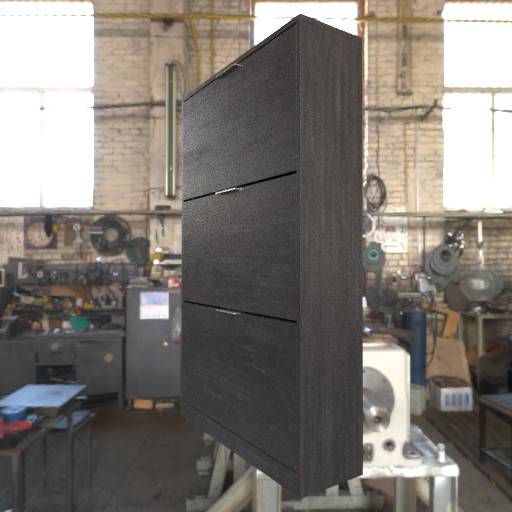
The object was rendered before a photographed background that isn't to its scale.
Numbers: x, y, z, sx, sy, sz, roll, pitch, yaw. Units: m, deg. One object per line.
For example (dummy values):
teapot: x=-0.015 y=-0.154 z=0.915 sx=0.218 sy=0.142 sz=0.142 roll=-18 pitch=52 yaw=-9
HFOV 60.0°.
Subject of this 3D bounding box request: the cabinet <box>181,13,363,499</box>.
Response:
cabinet: x=0.000 y=0.000 z=1.539 sx=0.250 sy=1.280 sz=0.750 roll=0 pitch=-1 yaw=-34
